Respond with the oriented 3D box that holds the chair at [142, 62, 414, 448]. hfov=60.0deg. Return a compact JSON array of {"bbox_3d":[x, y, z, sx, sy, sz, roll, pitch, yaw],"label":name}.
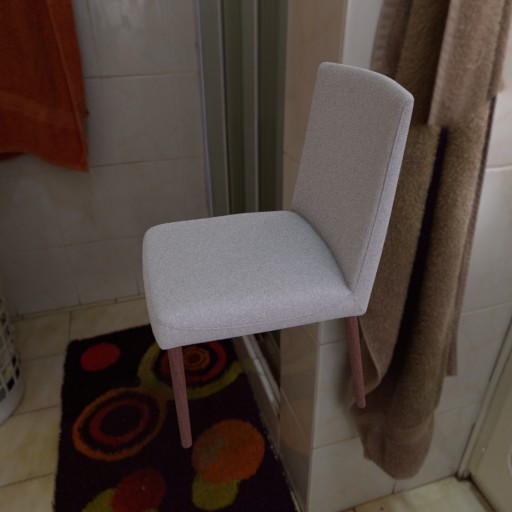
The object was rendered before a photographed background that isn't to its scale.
[{"bbox_3d":[0.000,0.000,1.135,0.570,0.859,0.456,-8,32,-13],"label":"chair"}]
